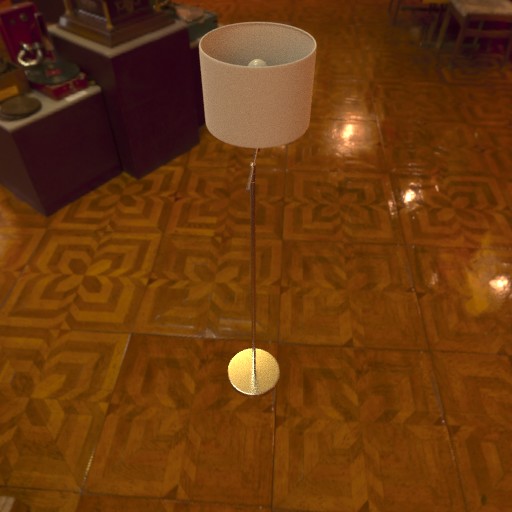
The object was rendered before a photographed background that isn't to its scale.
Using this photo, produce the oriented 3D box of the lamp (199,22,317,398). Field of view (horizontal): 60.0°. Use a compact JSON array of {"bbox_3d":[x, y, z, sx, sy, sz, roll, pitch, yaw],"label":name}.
[{"bbox_3d":[0.000,0.000,1.765,0.324,1.600,0.416,4,46,4],"label":"lamp"}]
